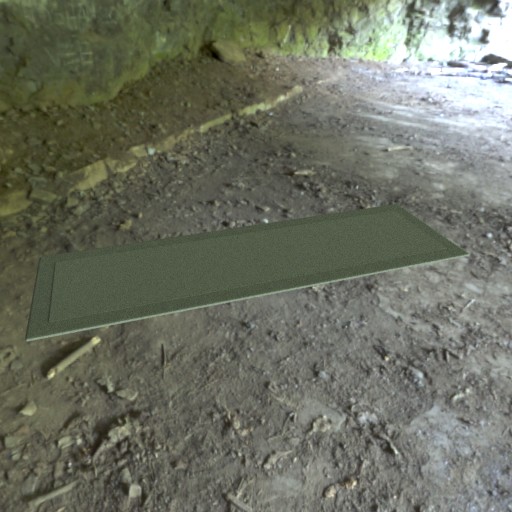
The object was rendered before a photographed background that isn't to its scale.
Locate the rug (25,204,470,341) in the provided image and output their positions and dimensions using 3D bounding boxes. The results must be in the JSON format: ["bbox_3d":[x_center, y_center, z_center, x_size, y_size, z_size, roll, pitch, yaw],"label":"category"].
[{"bbox_3d":[0.000,0.000,2.618,2.430,0.012,0.759,-10,32,-15],"label":"rug"}]
